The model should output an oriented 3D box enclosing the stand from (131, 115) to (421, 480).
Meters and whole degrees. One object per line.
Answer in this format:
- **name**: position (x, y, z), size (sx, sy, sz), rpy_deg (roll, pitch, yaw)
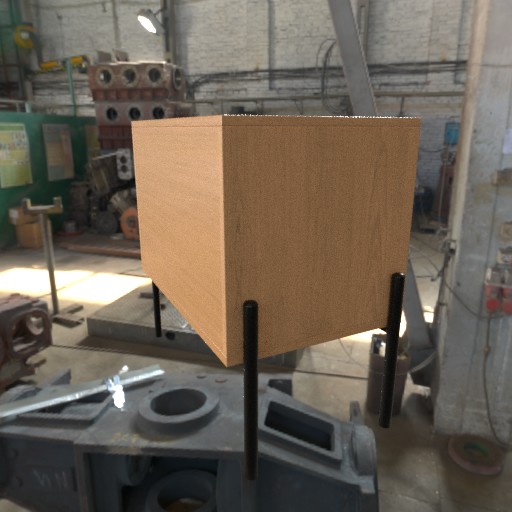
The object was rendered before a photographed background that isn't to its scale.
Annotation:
- **stand**: position (0.000, 0.000, 1.022), size (0.400, 0.600, 0.630), rpy_deg (-8, 18, -26)
